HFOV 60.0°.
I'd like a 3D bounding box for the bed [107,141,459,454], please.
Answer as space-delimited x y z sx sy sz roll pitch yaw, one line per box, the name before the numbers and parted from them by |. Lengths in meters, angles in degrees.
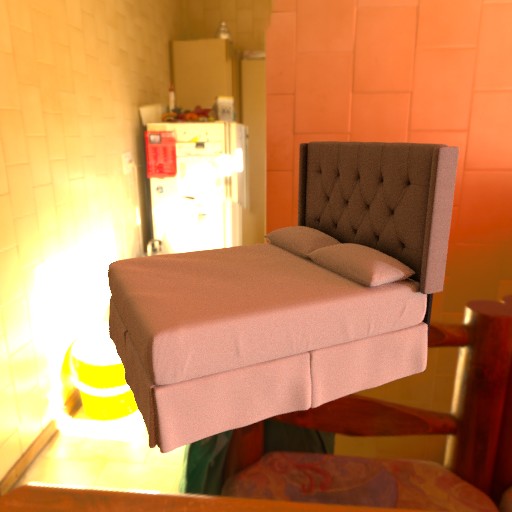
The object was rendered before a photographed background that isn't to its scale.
bed | 0.000 0.000 3.355 2.066 1.665 1.719 -7 17 -25
